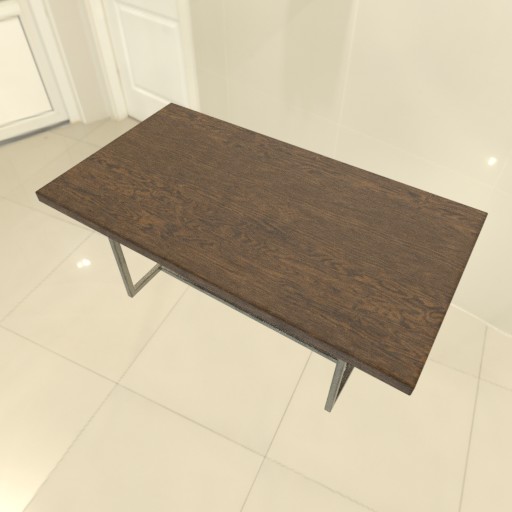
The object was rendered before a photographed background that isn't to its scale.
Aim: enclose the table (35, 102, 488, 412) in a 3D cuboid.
[{"bbox_3d":[0.000,0.000,2.496,1.989,0.795,1.078,25,52,21],"label":"table"}]
